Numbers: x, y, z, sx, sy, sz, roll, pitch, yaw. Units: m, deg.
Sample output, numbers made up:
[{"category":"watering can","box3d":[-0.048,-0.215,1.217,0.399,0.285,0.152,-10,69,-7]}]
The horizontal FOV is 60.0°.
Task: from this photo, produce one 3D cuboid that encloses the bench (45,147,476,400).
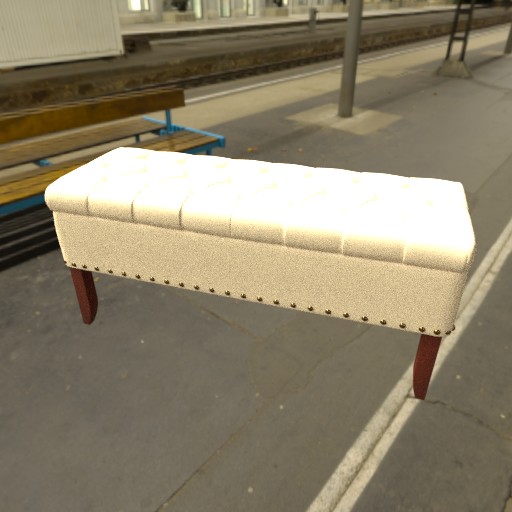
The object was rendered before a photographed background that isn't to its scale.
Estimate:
[{"category":"bench","box3d":[0.000,0.000,1.279,1.054,0.470,0.400,9,32,15]}]
